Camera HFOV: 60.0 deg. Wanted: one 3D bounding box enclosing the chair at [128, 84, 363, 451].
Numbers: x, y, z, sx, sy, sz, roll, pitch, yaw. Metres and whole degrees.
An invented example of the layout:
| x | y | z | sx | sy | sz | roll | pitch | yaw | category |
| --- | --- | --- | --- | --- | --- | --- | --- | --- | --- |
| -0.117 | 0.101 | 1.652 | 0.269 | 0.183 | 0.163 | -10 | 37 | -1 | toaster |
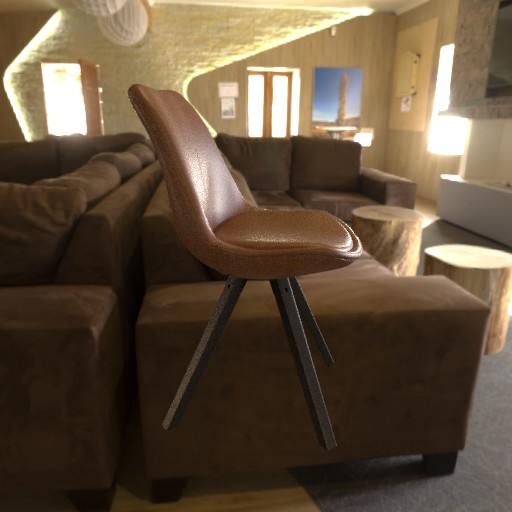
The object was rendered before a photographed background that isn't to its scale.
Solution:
| x | y | z | sx | sy | sz | roll | pitch | yaw | category |
| --- | --- | --- | --- | --- | --- | --- | --- | --- | --- |
| 0.000 | 0.000 | 1.186 | 0.550 | 0.850 | 0.475 | 3 | 17 | 8 | chair |
